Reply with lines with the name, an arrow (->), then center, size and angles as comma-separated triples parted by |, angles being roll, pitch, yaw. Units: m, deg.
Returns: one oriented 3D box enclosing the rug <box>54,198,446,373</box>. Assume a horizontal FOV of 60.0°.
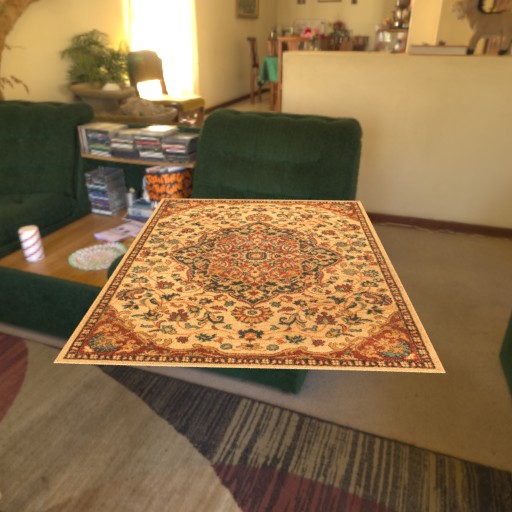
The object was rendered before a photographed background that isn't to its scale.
rug -> 0.000, 0.000, 4.131 | 2.454, 0.005, 3.067 | 1, 27, 2
